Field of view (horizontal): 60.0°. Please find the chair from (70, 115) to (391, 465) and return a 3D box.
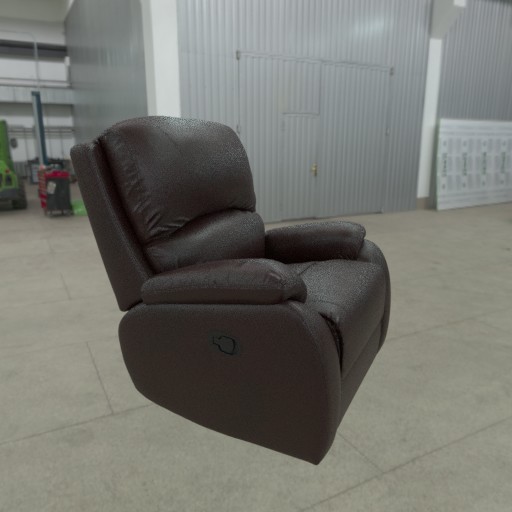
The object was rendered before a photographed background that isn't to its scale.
[{"bbox_3d":[0.000,0.000,1.668,0.899,1.011,0.930,7,16,26],"label":"chair"}]
